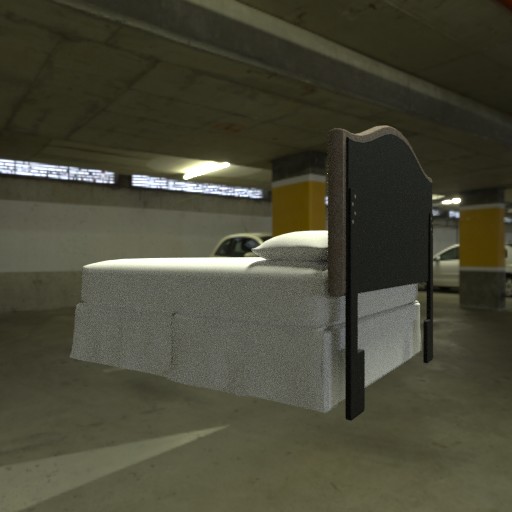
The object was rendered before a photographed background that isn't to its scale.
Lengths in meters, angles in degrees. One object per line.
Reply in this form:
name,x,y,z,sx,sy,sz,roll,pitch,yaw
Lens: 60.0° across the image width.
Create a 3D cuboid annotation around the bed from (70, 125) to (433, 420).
bed,0.000,0.000,3.281,2.153,1.518,1.713,0,0,35
